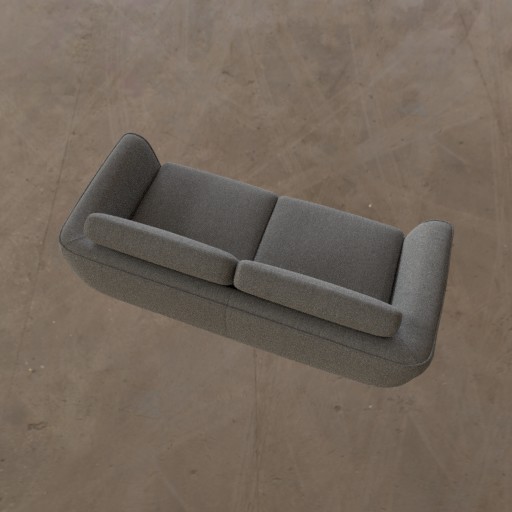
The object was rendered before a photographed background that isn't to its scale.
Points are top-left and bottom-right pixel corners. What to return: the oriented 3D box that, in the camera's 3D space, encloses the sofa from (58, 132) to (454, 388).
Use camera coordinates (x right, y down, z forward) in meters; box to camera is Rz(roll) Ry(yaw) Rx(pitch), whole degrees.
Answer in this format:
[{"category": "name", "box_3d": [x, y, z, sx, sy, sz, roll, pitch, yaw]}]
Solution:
[{"category": "sofa", "box_3d": [0.000, 0.000, 2.502, 2.000, 0.870, 0.920, 17, 64, 9]}]
